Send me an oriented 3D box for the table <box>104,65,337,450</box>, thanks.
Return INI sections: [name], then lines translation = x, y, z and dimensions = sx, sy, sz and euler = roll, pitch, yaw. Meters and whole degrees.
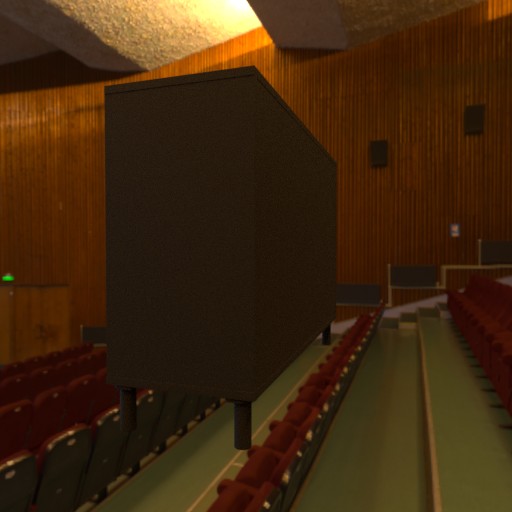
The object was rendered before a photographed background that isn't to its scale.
[table]
translation = 0.000, 0.000, 1.601
dimensions = 0.400, 0.855, 1.200
euler = 0, 1, 19
